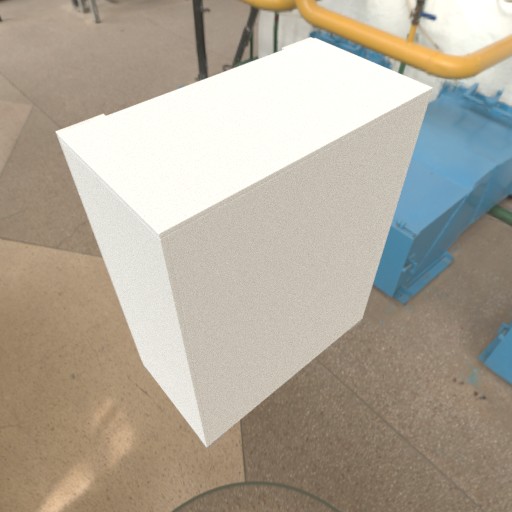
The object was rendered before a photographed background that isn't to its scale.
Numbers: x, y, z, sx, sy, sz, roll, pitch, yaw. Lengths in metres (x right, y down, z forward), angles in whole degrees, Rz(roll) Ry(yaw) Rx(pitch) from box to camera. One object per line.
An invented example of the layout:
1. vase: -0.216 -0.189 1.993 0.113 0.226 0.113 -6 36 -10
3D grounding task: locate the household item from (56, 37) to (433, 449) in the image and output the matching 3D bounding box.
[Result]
1. household item: 0.000 0.000 1.396 0.790 1.010 0.420 -32 55 -26
